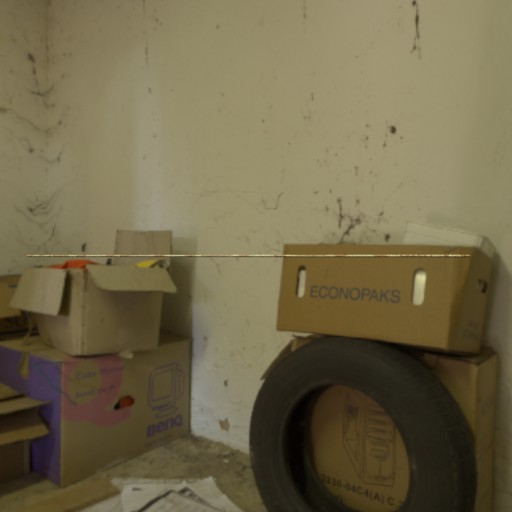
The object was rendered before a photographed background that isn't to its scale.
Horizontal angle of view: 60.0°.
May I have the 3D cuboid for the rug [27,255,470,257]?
[{"bbox_3d":[0.000,0.000,3.051,2.435,0.011,1.526,0,0,16],"label":"rug"}]
